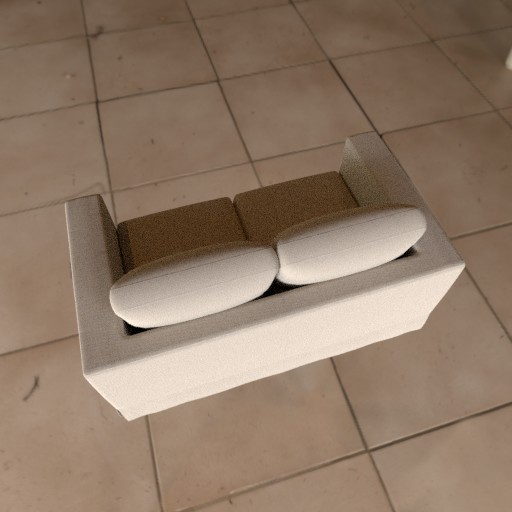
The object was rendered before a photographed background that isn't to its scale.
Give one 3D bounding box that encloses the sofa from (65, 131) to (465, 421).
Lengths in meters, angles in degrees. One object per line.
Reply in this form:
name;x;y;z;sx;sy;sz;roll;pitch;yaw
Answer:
sofa;0.000;0.000;2.379;1.813;0.932;1.009;-15;58;-10
